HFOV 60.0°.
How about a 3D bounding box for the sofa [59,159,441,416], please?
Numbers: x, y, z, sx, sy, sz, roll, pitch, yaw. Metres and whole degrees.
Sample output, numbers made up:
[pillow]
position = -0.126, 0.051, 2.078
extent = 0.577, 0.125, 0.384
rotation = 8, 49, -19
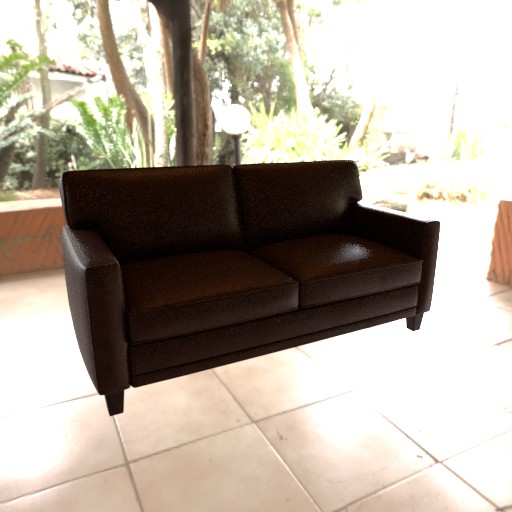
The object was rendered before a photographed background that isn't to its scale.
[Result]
[sofa]
position = 0.000, 0.000, 2.371
extent = 1.876, 0.928, 0.912
rotation = -8, 18, -26
